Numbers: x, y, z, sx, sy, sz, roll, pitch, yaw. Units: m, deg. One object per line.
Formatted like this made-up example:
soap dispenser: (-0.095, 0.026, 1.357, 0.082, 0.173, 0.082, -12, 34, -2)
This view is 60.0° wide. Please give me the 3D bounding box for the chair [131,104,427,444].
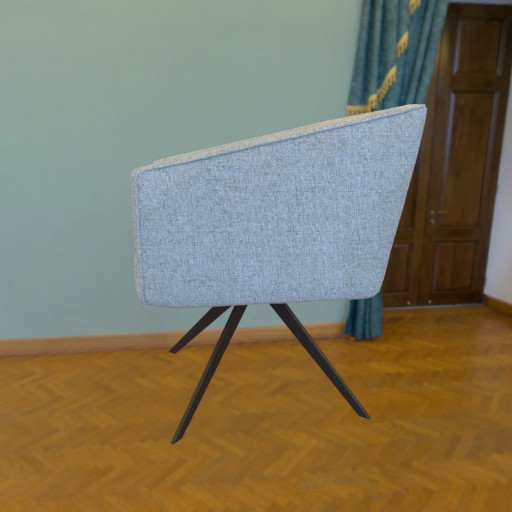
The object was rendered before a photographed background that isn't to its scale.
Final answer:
chair: (0.000, 0.000, 1.232, 0.623, 0.760, 0.628, -2, 14, -9)
